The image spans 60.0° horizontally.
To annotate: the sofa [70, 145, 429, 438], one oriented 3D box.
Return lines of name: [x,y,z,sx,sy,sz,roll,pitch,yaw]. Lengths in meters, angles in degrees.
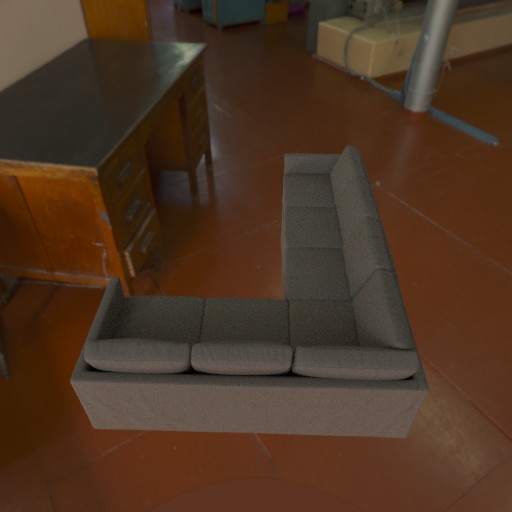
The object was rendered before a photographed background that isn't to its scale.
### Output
sofa: [0.000,0.000,4.297,2.432,0.871,3.182,1,42,1]
